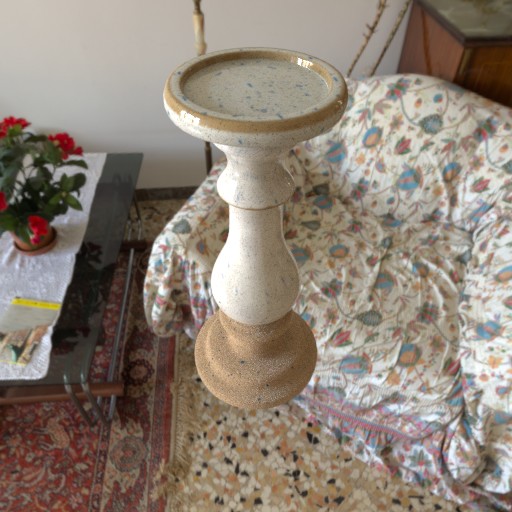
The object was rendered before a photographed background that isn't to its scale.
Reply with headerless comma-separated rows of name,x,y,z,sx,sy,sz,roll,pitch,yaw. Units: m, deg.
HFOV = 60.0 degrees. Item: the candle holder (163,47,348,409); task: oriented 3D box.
candle holder,0.000,0.000,0.252,0.088,0.203,0.088,0,45,0
